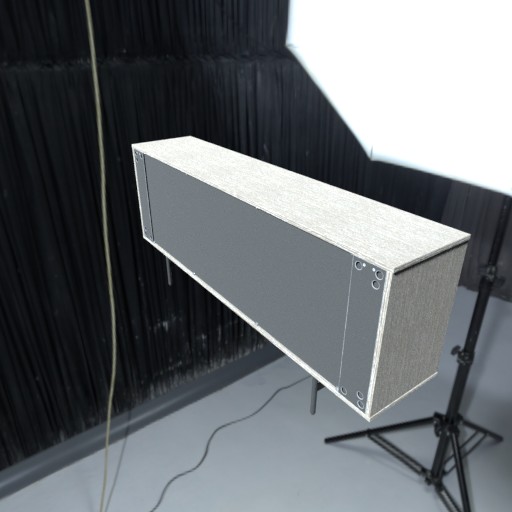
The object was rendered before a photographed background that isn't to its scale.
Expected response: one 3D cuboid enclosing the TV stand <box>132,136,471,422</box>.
[{"bbox_3d":[0.000,0.000,2.119,0.405,0.787,1.804,-18,32,-32],"label":"TV stand"}]
